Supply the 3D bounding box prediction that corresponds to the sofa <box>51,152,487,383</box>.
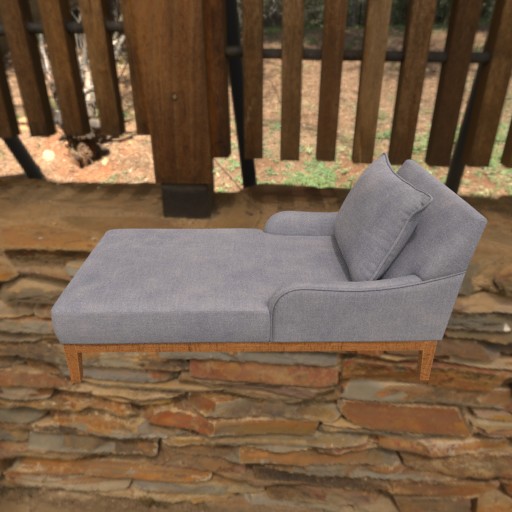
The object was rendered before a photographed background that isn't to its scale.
[{"bbox_3d":[0.000,0.000,2.253,1.779,0.883,0.904,0,27,0],"label":"sofa"}]
